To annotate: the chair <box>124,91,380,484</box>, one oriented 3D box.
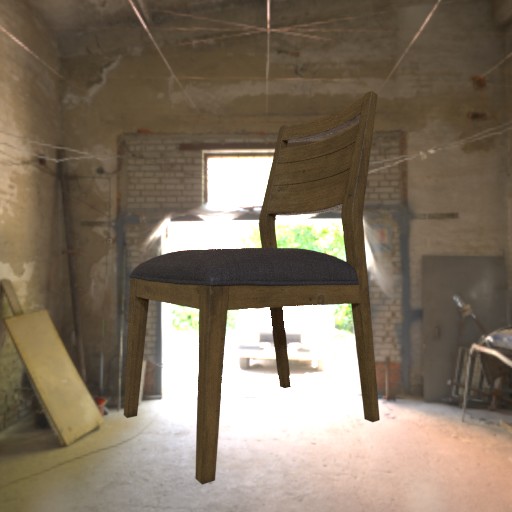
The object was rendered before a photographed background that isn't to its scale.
[{"bbox_3d":[0.000,0.000,1.284,0.610,0.939,0.501,0,0,-35],"label":"chair"}]
